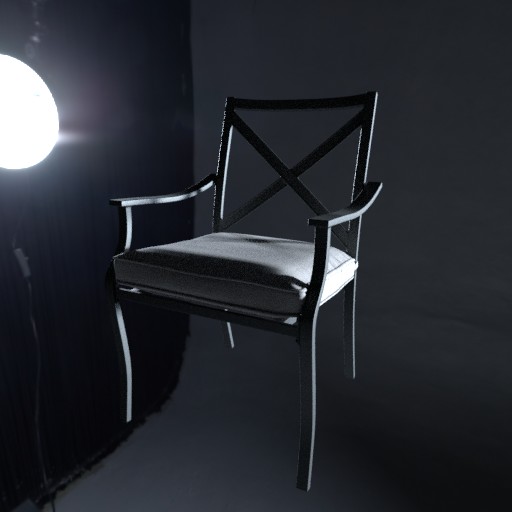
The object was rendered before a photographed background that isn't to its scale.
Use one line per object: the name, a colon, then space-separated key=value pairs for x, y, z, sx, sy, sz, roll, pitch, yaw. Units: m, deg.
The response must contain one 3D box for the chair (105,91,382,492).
chair: x=0.000 y=0.000 z=1.245 sx=0.575 sy=0.889 sz=0.620 roll=8 pitch=18 yaw=26
